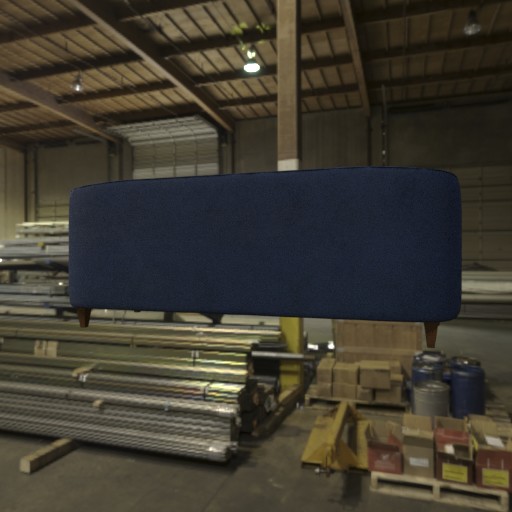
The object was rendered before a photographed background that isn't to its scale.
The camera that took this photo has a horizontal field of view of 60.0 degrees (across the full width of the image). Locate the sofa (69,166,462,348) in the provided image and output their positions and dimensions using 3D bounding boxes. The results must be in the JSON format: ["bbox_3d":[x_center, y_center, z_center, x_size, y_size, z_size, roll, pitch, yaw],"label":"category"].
[{"bbox_3d":[0.000,0.000,2.707,2.278,0.855,0.941,0,0,17],"label":"sofa"}]
